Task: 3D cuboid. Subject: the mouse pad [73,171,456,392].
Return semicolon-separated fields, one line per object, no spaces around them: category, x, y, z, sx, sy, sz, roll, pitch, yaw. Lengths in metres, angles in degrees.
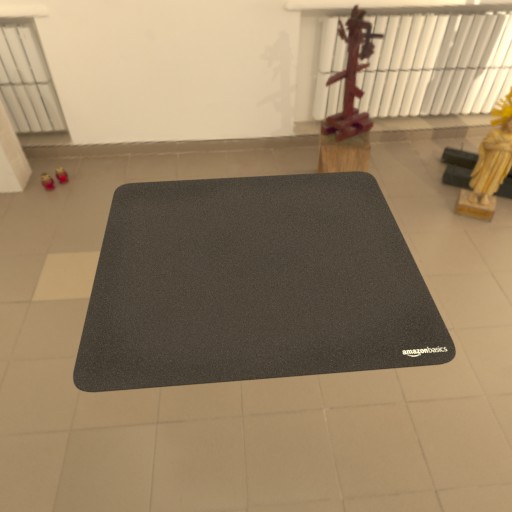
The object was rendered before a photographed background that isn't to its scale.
mouse pad;0.000;0.000;0.642;0.451;0.002;0.393;-4;45;-4
